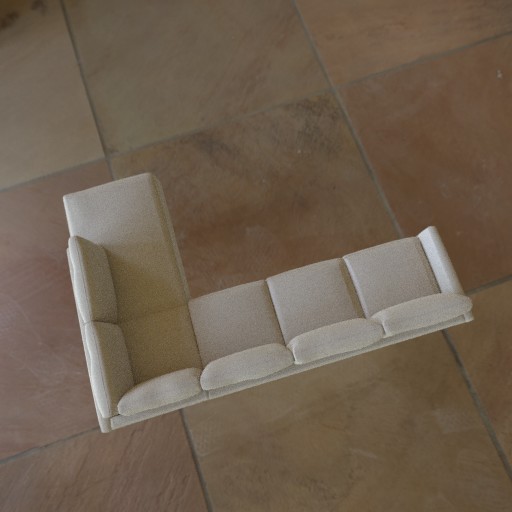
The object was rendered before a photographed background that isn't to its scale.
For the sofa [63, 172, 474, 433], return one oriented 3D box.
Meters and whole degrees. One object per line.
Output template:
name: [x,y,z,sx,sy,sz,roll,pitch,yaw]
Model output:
sofa: [0.000,0.000,3.704,2.949,0.815,2.007,-16,75,-4]
